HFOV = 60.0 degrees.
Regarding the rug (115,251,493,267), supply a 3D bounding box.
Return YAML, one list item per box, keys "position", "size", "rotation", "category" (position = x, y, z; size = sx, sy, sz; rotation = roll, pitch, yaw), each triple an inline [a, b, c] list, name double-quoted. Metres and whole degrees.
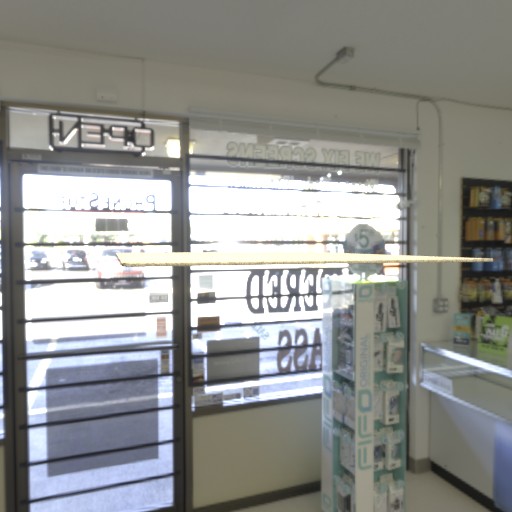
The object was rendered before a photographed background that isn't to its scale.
- position: [0.000, 0.000, 4.090]
  size: [2.449, 0.025, 3.049]
  rotation: [0, 2, -18]
  category: "rug"
